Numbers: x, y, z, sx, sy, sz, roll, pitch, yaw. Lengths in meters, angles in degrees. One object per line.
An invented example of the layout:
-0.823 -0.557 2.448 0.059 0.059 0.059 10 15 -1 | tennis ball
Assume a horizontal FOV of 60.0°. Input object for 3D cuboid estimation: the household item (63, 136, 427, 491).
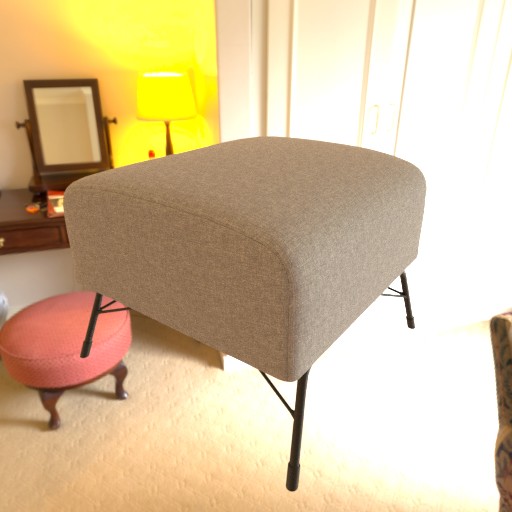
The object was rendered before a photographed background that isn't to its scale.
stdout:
0.000 0.000 0.887 0.530 0.410 0.530 17 30 33 | household item
